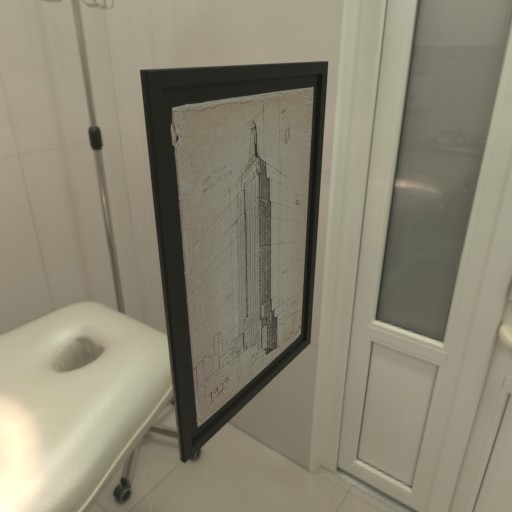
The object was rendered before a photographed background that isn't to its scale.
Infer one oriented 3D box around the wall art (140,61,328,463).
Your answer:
[{"bbox_3d":[0.000,0.000,0.833,0.012,0.661,0.451,18,30,33],"label":"wall art"}]
